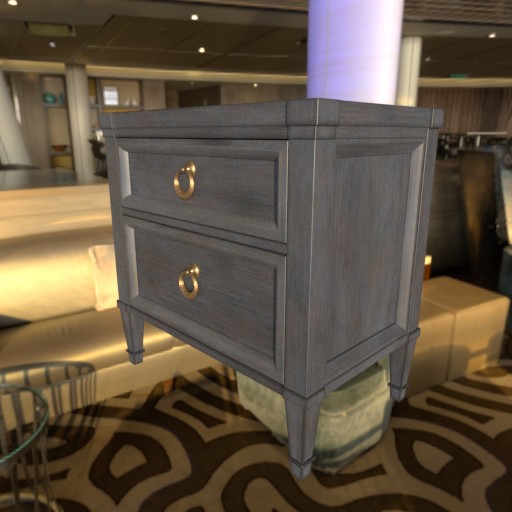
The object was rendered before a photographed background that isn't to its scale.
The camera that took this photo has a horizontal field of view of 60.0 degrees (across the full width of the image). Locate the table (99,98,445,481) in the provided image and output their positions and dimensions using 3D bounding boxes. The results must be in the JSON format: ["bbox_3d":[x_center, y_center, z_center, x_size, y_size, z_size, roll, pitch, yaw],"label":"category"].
[{"bbox_3d":[0.000,0.000,1.062,0.413,0.660,0.660,-15,21,-43],"label":"table"}]
